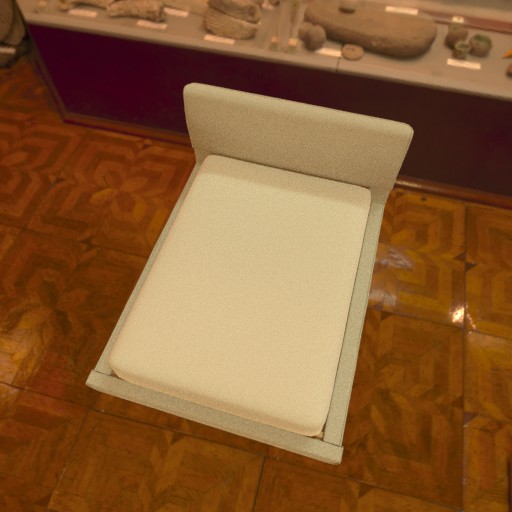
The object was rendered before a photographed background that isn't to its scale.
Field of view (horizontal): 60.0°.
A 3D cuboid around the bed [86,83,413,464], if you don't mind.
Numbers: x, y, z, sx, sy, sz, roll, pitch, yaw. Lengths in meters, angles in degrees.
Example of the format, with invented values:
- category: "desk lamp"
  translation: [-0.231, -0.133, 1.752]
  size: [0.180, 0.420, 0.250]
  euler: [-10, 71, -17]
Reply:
- category: "bed"
  translation: [0.000, 0.000, 3.347]
  size: [1.840, 1.067, 2.368]
  euler: [14, 59, 9]
